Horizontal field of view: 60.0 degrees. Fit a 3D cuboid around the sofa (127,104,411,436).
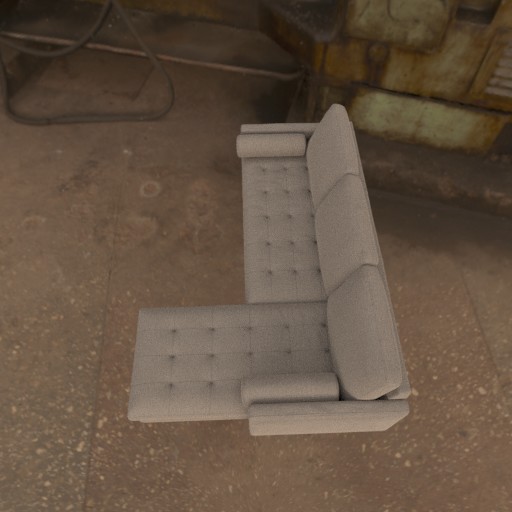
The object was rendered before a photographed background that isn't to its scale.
[{"bbox_3d":[0.000,0.000,2.964,1.506,0.875,2.178,-2,58,-1],"label":"sofa"}]
